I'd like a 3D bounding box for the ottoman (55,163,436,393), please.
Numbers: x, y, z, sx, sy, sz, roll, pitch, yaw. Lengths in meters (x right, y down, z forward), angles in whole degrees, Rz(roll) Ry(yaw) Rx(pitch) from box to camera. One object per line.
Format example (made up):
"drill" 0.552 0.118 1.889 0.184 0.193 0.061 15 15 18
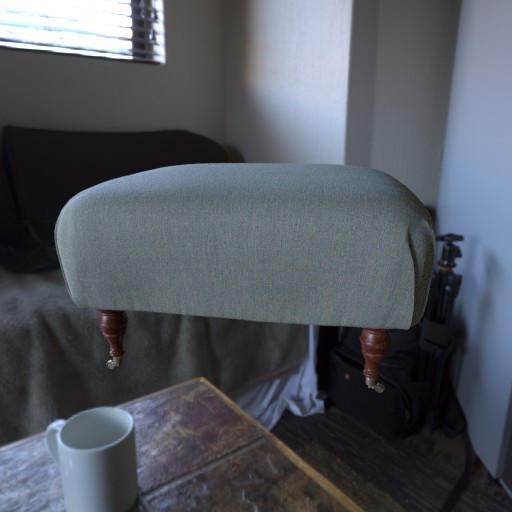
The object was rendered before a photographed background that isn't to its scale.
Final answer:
"ottoman" 0.000 0.000 1.115 0.747 0.450 0.622 3 17 9
